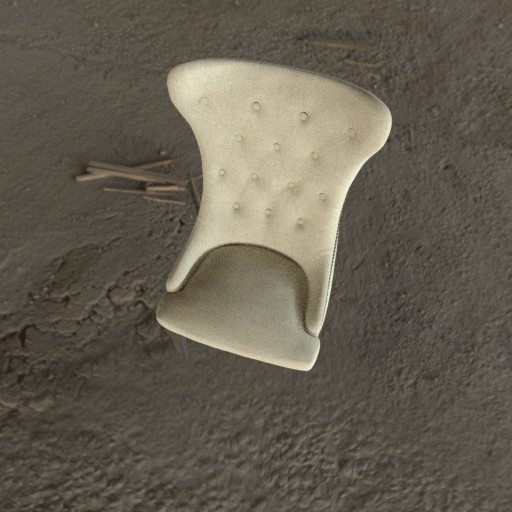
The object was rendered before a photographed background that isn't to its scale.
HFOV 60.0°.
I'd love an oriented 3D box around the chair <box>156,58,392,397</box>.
[{"bbox_3d":[0.000,0.000,1.453,0.584,1.065,0.590,15,59,9],"label":"chair"}]
